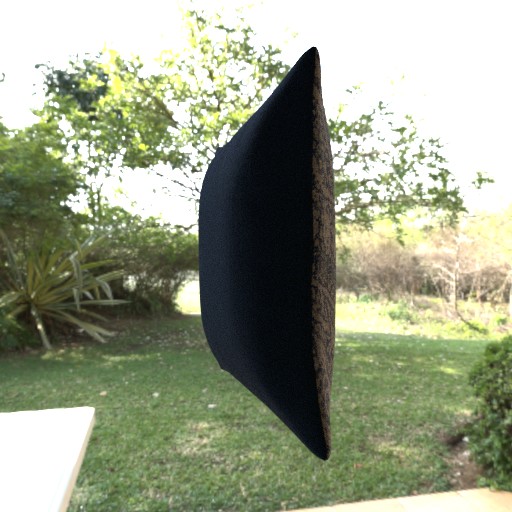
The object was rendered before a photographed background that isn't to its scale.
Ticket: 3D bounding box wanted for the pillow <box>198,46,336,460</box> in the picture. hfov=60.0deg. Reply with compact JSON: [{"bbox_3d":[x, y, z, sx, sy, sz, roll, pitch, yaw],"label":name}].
[{"bbox_3d":[0.000,0.000,0.779,0.166,0.510,0.523,0,-1,-18],"label":"pillow"}]
